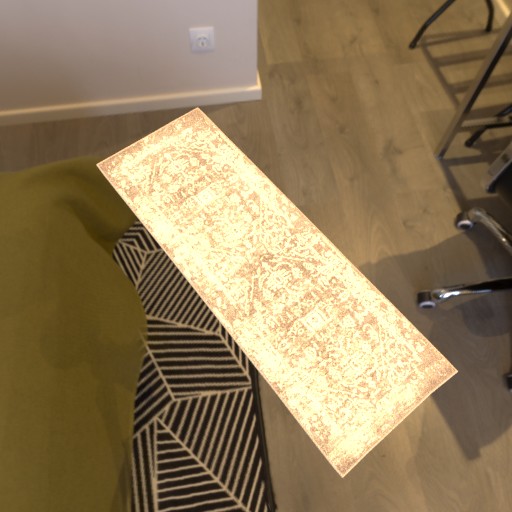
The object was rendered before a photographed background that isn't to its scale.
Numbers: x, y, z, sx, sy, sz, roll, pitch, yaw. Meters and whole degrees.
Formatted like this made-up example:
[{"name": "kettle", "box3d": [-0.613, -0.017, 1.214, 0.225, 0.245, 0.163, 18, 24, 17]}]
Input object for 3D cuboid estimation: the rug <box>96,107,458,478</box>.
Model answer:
[{"name": "rug", "box3d": [0.000, 0.000, 2.710, 0.855, 0.017, 2.452, -35, 68, -16]}]
